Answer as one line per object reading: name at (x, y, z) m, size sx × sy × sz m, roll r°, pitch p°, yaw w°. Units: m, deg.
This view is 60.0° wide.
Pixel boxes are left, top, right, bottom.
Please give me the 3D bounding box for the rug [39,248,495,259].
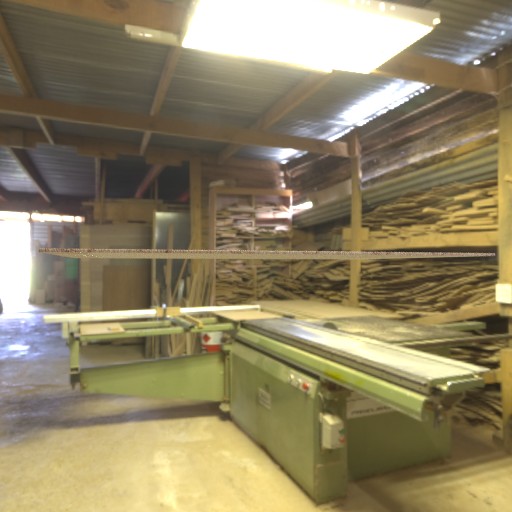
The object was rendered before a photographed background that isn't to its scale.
rug at (0.000, 0.000, 2.833) m, size 2.292 × 0.014 × 1.528 m, roll 0°, pitch -1°, yaw -17°
